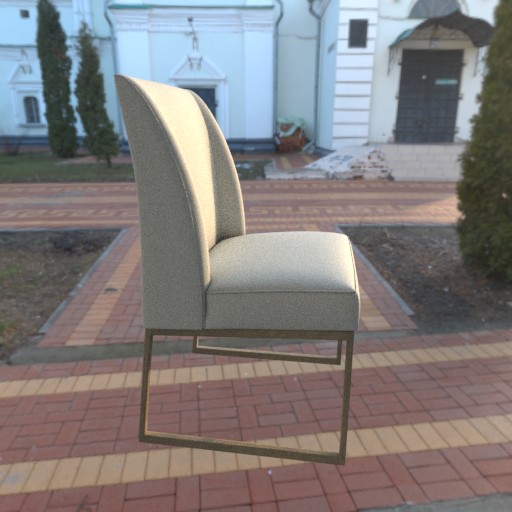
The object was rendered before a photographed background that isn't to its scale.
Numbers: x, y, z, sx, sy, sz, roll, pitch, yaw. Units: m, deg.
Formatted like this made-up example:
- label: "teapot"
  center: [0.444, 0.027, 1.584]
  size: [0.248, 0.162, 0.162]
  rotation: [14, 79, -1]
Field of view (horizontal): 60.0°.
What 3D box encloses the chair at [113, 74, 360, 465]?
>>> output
- label: "chair"
  center: [0.000, 0.000, 1.175]
  size: [0.522, 0.863, 0.508]
  rotation: [3, 17, 9]
